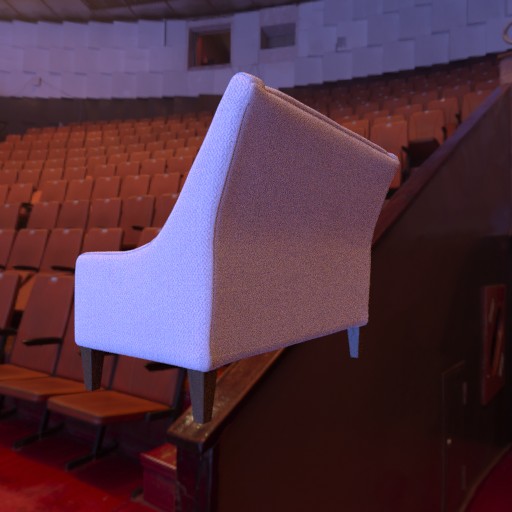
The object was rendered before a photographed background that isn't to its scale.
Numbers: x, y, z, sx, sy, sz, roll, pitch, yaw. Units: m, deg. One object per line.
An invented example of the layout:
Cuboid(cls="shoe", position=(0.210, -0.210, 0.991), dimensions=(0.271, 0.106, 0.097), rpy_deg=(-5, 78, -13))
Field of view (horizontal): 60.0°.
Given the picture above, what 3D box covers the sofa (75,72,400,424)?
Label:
Cuboid(cls="sofa", position=(0.000, 0.000, 1.938), dimensions=(0.870, 1.022, 1.242), rpy_deg=(0, -1, 36))
